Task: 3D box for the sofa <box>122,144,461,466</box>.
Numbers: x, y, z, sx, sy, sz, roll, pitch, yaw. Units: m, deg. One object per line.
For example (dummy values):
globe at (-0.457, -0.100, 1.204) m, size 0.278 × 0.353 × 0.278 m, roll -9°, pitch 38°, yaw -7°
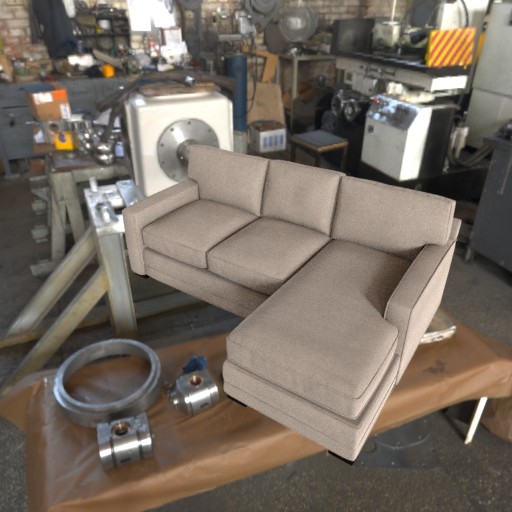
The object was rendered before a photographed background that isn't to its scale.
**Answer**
sofa at (0.000, 0.000, 2.838) m, size 2.087 × 0.861 × 1.496 m, roll 19°, pitch 35°, yaw 29°
